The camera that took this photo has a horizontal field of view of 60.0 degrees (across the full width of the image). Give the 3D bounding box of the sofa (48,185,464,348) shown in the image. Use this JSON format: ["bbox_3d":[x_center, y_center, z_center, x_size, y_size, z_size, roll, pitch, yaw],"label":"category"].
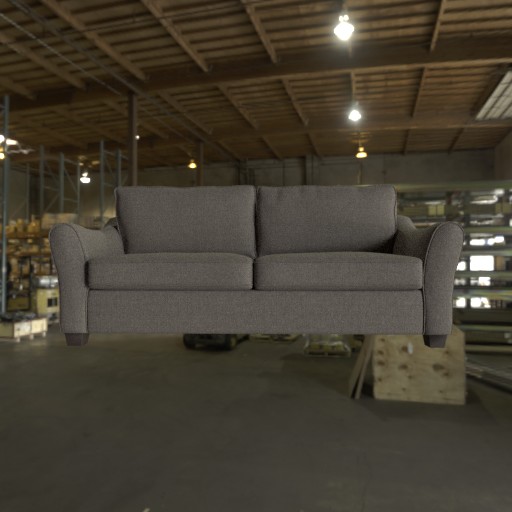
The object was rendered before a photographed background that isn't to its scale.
[{"bbox_3d":[0.000,0.000,2.751,2.203,0.976,1.013,0,-2,2],"label":"sofa"}]
